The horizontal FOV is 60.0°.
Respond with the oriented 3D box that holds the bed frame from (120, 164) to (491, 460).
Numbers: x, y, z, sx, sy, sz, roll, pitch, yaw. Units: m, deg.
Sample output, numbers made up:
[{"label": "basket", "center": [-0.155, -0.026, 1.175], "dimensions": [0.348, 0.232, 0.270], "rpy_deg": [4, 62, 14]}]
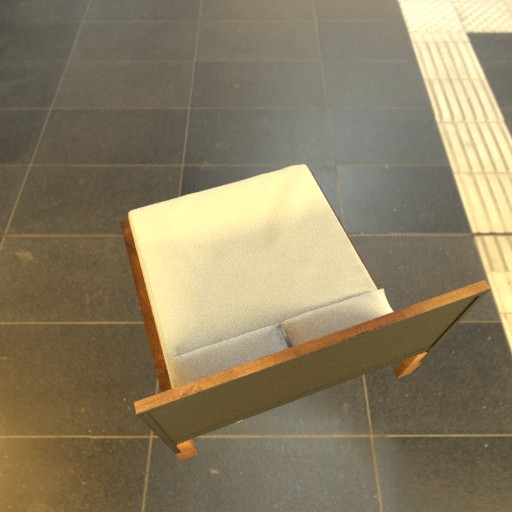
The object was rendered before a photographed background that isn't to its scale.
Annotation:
[{"label": "bed frame", "center": [0.000, 0.000, 3.543], "dimensions": [2.038, 1.537, 2.235], "rpy_deg": [-17, 59, -10]}]
